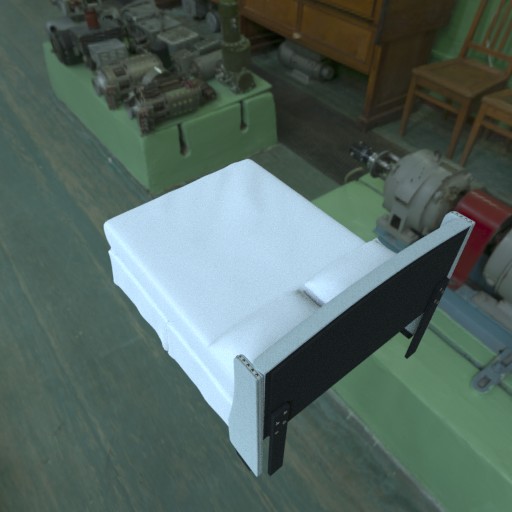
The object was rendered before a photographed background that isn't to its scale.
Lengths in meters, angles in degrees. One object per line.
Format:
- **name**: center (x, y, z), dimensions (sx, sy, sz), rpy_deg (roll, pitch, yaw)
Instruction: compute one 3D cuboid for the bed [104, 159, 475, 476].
- **bed**: center (0.000, 0.000, 3.370), dimensions (1.710, 1.407, 2.237), rpy_deg (-30, 53, -26)
